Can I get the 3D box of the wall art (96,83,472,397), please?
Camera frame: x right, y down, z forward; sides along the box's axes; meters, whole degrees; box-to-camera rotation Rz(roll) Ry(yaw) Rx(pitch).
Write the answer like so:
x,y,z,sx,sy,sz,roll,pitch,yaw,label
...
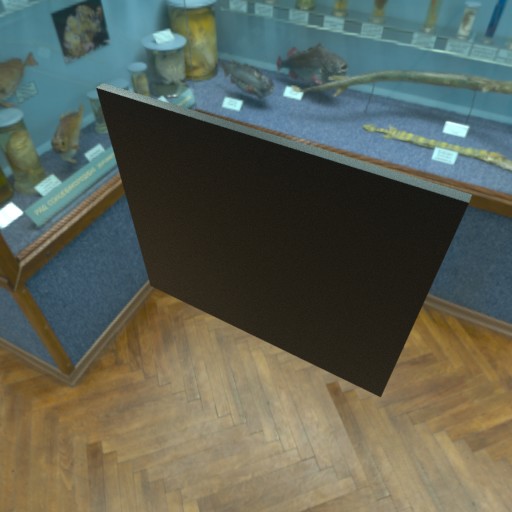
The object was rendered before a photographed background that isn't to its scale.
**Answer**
x,y,z,sx,sy,sz,roll,pitch,yaw,label
0.000,0.000,0.528,0.383,0.332,0.012,23,51,20,wall art
